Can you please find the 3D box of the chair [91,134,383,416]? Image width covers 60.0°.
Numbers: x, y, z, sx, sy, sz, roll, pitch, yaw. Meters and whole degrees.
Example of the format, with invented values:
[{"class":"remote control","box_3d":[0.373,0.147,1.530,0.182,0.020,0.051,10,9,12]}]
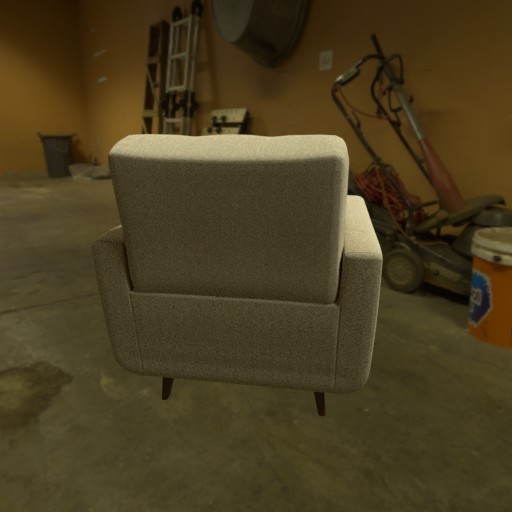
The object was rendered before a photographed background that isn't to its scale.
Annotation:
[{"class":"chair","box_3d":[0.000,0.000,1.798,0.897,0.965,1.128,3,17,9]}]
